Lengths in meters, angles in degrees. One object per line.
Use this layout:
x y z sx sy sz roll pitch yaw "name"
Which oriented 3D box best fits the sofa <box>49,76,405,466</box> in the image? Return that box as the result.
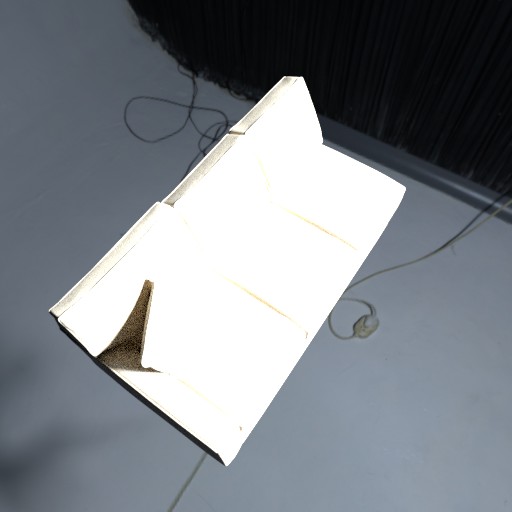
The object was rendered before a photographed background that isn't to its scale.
0.000 0.000 2.572 1.034 0.946 1.962 31 64 17 "sofa"
